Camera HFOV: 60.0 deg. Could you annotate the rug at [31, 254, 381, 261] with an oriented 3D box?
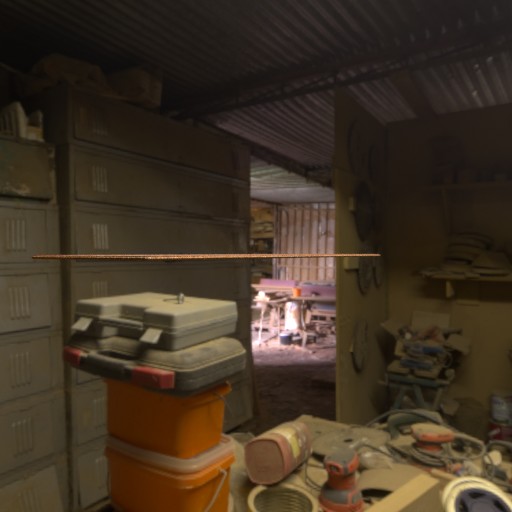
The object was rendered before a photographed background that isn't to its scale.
[{"bbox_3d":[0.000,0.000,2.055,0.556,0.013,1.820,0,0,35],"label":"rug"}]
